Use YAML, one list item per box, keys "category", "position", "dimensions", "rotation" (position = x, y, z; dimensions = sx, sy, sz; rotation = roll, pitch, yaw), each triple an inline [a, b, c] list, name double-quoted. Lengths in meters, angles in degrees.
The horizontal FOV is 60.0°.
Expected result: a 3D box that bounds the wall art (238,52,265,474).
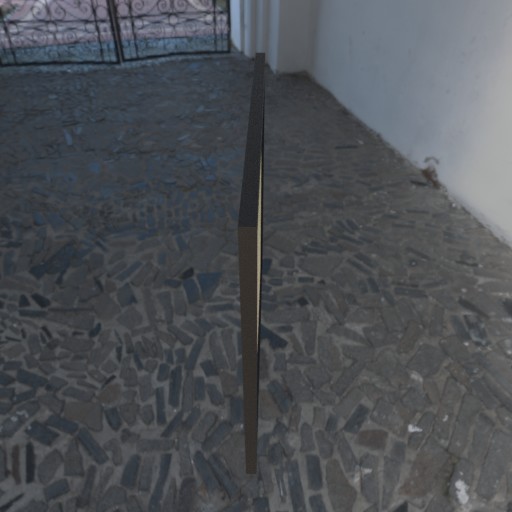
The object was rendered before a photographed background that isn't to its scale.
- category: "wall art"
  position: [0.000, 0.000, 0.530]
  dimensions: [0.012, 0.357, 0.358]
  rotation: [1, 41, 1]
